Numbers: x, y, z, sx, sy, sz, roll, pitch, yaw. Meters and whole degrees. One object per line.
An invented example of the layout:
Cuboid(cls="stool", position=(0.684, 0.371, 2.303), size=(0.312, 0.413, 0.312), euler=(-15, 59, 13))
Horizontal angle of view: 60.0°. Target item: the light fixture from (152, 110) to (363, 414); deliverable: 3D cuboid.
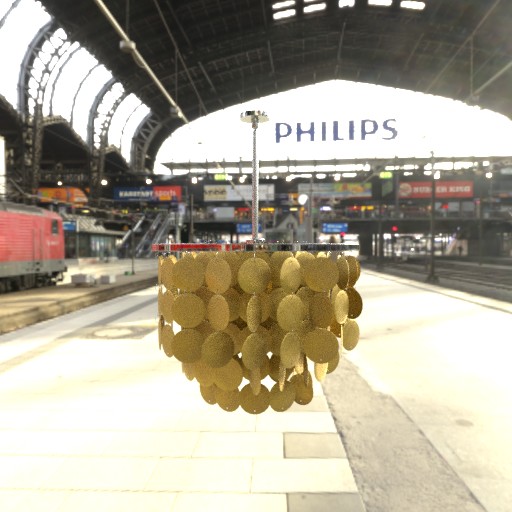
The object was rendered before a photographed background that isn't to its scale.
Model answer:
Cuboid(cls="light fixture", position=(0.000, 0.000, 0.770), size=(0.368, 0.492, 0.368), euler=(0, 1, 0))
